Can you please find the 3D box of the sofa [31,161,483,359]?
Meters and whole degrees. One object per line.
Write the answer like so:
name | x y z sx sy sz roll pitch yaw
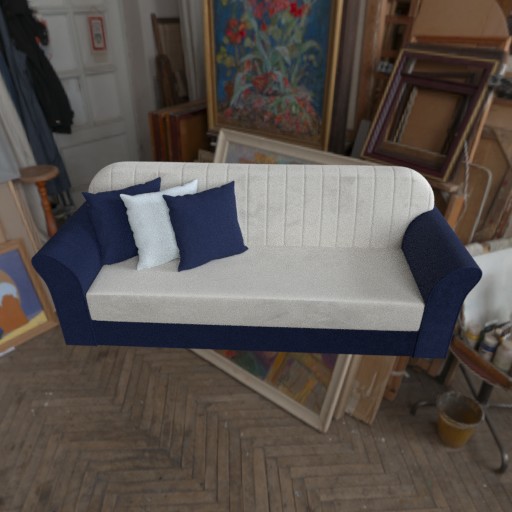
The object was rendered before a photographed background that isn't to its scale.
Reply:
sofa | 0.000 0.000 2.359 2.006 0.789 0.749 2 31 3
